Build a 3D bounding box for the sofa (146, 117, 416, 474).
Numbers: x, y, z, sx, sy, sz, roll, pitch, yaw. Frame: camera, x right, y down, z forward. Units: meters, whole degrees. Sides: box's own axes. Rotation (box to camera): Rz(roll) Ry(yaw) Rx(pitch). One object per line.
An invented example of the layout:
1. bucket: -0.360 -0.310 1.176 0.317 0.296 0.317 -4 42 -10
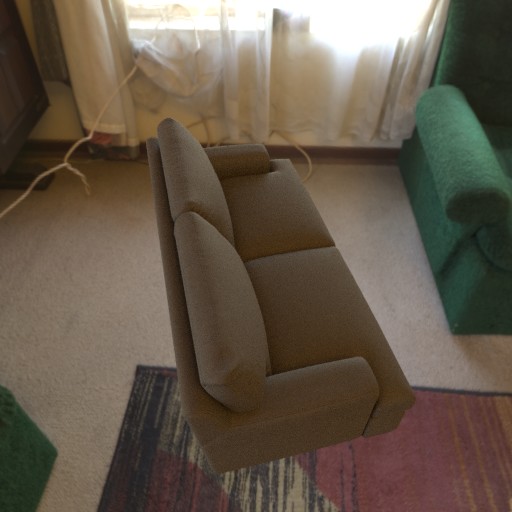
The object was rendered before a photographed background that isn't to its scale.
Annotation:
1. sofa: 0.000 0.000 2.824 1.140 0.950 2.271 -10 47 -10
